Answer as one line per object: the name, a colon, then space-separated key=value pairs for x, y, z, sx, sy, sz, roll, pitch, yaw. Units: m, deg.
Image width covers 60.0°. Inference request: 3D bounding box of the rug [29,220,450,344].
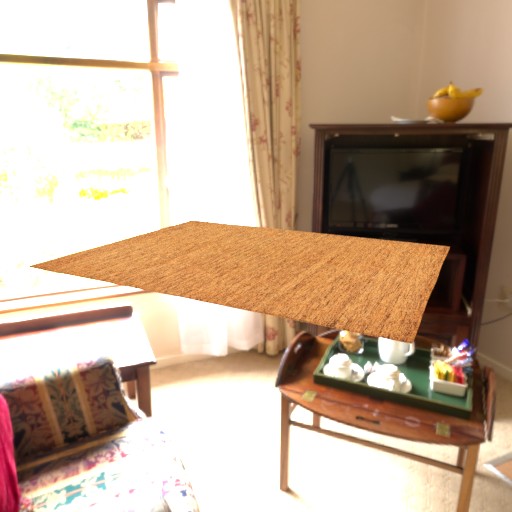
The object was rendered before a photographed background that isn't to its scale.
rug: x=0.000 y=0.000 z=4.192 sx=3.200 sy=0.012 sz=2.438 roll=8 pitch=17 yaw=26
